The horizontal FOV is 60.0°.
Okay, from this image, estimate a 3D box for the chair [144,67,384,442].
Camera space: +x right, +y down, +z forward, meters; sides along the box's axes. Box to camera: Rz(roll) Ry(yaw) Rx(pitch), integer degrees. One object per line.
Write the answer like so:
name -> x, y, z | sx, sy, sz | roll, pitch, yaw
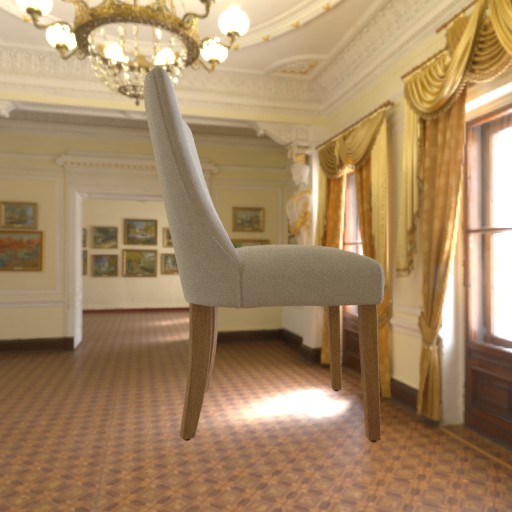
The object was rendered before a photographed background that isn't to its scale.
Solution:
chair -> 0.000, 0.000, 1.281 | 0.610, 0.902, 0.495 | 0, -1, -2
